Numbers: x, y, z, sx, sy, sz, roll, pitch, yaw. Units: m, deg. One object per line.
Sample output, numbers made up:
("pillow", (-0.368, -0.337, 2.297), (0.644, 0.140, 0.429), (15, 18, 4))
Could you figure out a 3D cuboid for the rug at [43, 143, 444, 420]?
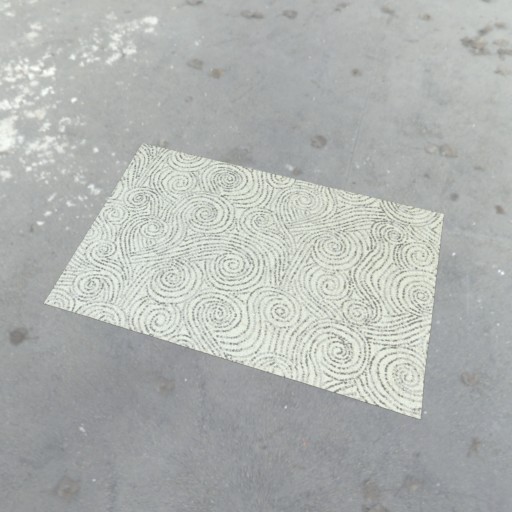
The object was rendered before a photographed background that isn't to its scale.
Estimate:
("rug", (0.000, 0.000, 3.084), (2.439, 0.005, 1.524), (15, 60, 9))
